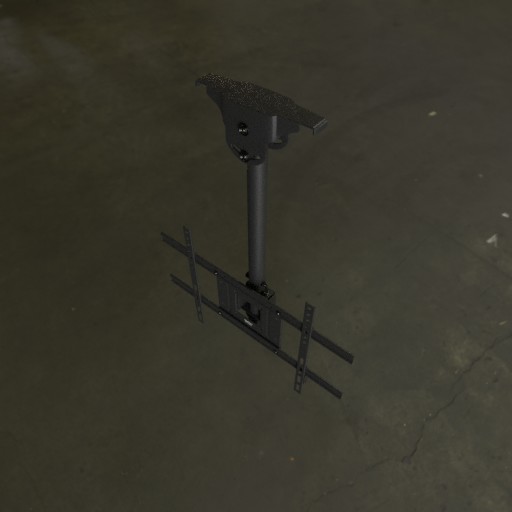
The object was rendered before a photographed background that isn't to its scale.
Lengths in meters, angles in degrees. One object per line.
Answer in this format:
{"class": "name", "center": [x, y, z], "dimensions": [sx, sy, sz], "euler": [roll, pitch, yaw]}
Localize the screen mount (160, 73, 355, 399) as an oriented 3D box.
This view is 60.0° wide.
{"class": "screen mount", "center": [0.000, 0.000, 1.024], "dimensions": [0.595, 0.775, 0.090], "euler": [31, 55, 25]}
